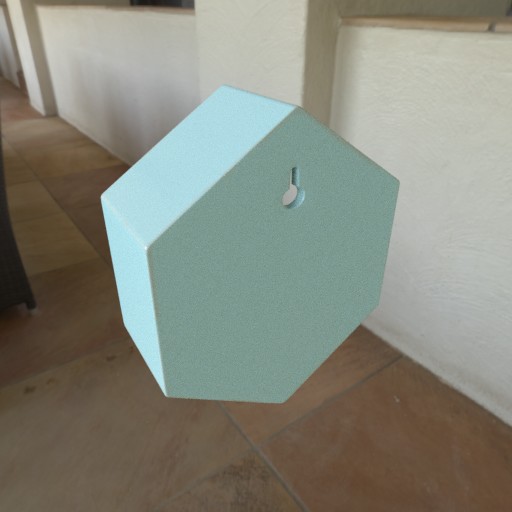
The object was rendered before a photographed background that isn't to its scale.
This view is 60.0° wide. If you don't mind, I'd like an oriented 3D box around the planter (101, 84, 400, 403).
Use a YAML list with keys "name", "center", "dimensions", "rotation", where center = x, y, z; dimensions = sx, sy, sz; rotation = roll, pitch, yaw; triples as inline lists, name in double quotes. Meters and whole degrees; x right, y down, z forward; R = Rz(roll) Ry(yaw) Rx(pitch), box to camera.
- name: "planter"
  center: [0.000, 0.000, 0.295]
  dimensions: [0.169, 0.207, 0.078]
  rotation: [-17, 34, -27]
